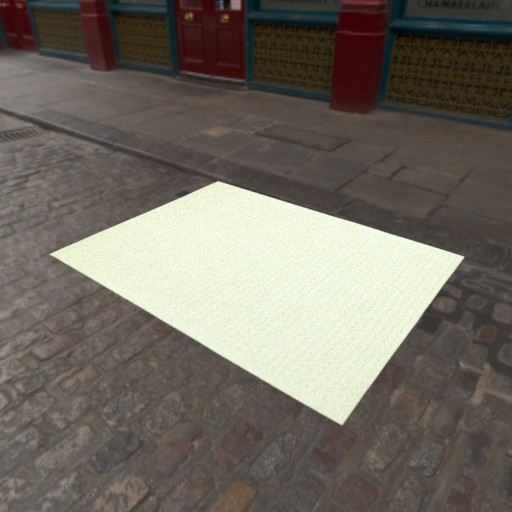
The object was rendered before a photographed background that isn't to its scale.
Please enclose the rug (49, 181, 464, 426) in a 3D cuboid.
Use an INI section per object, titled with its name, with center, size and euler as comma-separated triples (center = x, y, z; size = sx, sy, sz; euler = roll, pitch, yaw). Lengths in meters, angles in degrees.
[rug]
center = 0.000, 0.000, 4.280
size = 3.204, 0.016, 2.452
euler = 22, 37, 32
